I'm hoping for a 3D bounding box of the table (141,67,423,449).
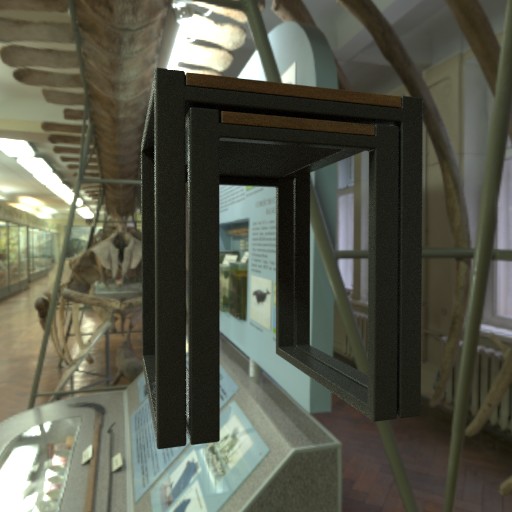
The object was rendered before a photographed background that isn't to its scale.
[{"bbox_3d":[0.000,0.000,0.938,0.449,0.550,0.500,0,1,-17],"label":"table"}]
